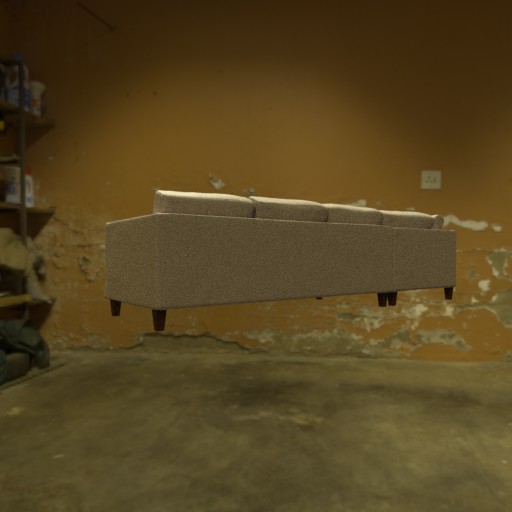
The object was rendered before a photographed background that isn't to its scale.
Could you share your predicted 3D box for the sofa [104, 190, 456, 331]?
[{"bbox_3d":[0.000,0.000,4.424,3.182,0.863,2.432,0,0,-36],"label":"sofa"}]
